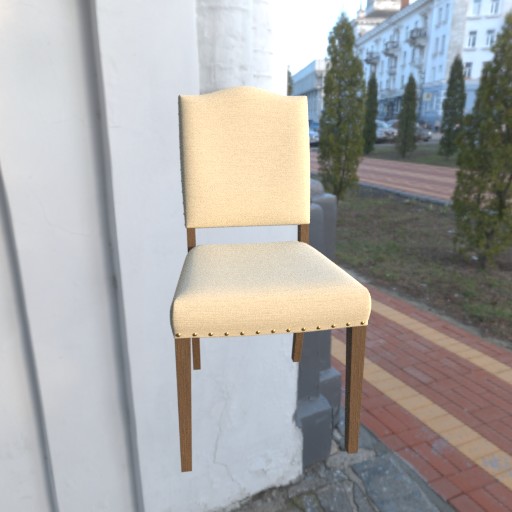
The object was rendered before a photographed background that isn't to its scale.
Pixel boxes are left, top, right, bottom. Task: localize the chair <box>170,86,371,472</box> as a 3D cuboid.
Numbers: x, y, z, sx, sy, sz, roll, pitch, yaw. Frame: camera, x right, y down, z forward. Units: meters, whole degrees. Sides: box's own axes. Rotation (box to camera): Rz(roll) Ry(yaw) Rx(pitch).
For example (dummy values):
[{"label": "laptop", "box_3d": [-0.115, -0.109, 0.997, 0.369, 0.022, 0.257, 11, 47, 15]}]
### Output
[{"label": "chair", "box_3d": [0.000, 0.000, 1.361, 0.508, 1.015, 0.619, -3, 17, -8]}]
